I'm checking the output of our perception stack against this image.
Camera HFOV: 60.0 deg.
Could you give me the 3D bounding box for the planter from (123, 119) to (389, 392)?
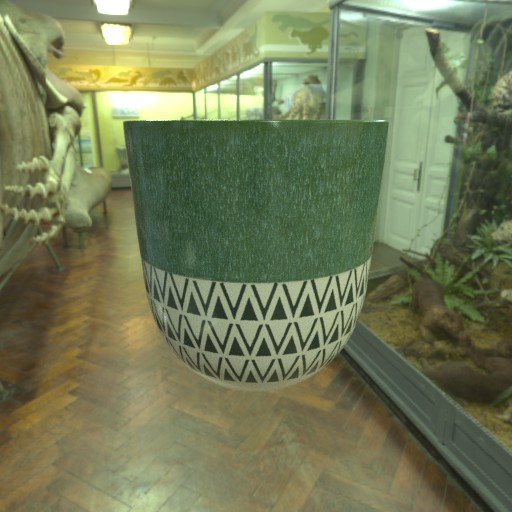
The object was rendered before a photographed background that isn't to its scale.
[{"bbox_3d":[0.000,0.000,0.367,0.195,0.214,0.195,0,17,0],"label":"planter"}]
